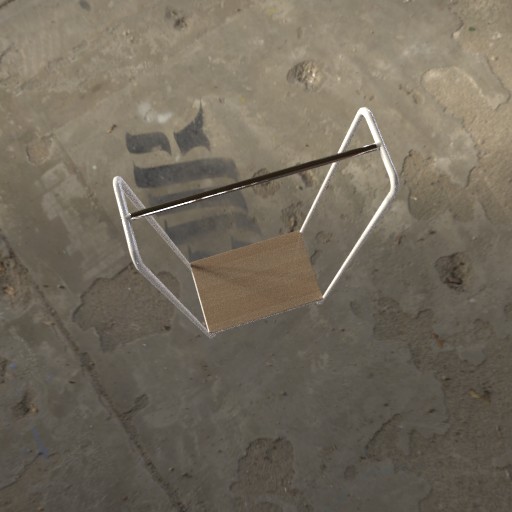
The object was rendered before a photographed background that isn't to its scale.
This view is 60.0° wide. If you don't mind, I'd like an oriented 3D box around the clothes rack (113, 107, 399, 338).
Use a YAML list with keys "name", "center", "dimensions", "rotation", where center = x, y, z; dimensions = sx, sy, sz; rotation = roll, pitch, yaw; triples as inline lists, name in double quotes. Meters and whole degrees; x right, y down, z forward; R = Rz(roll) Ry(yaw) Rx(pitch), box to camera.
- name: "clothes rack"
  center: [0.000, 0.000, 1.747]
  dimensions: [0.640, 1.500, 0.400]
  rotation: [-17, 77, -4]
